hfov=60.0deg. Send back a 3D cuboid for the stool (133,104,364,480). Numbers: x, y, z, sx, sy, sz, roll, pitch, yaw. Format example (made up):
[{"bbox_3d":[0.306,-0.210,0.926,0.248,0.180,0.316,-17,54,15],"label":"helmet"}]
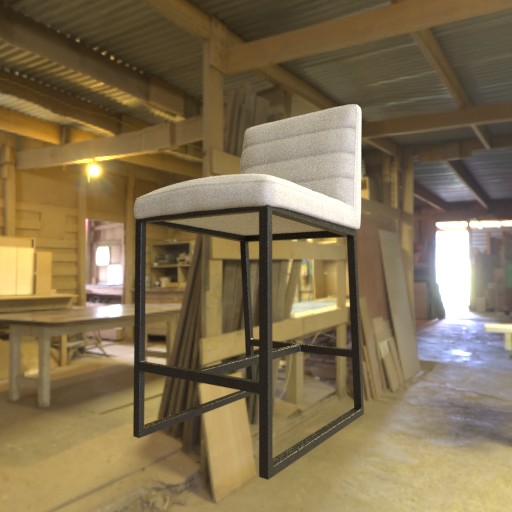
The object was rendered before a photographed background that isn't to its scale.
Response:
[{"bbox_3d":[0.000,0.000,1.291,0.459,0.971,0.567,-2,-3,35],"label":"stool"}]
